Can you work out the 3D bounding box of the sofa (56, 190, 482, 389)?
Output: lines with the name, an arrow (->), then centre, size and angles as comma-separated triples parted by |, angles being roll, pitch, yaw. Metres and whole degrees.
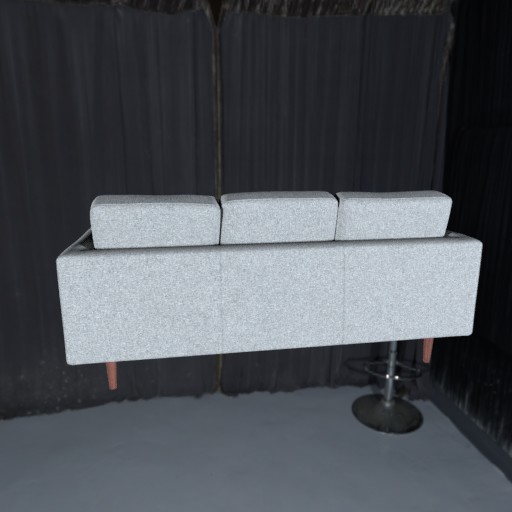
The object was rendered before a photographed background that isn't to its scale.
sofa -> 0.000, 0.000, 2.921 | 2.055, 0.957, 1.667 | -2, 14, -9
